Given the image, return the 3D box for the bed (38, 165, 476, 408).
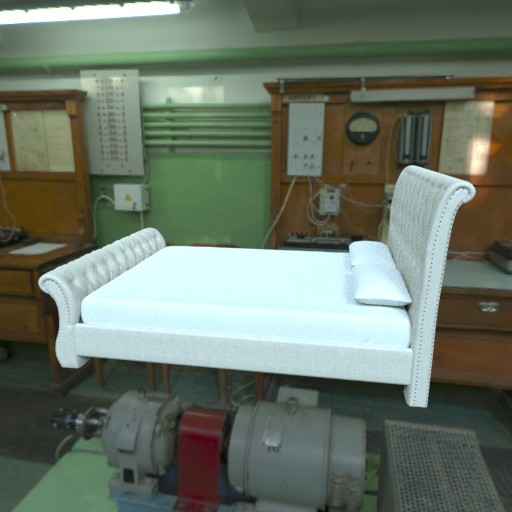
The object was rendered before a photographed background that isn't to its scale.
[{"bbox_3d":[0.000,0.000,3.301,2.493,1.268,1.606,3,15,10],"label":"bed"}]
